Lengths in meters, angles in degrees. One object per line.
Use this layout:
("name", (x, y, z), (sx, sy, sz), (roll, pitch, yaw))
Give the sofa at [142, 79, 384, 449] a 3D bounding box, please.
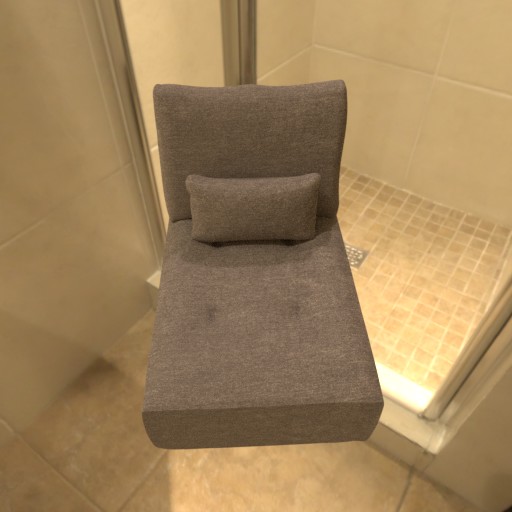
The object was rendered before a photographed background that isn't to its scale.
("sofa", (0.000, 0.000, 1.517), (0.700, 0.820, 1.000), (-2, 46, -2))
